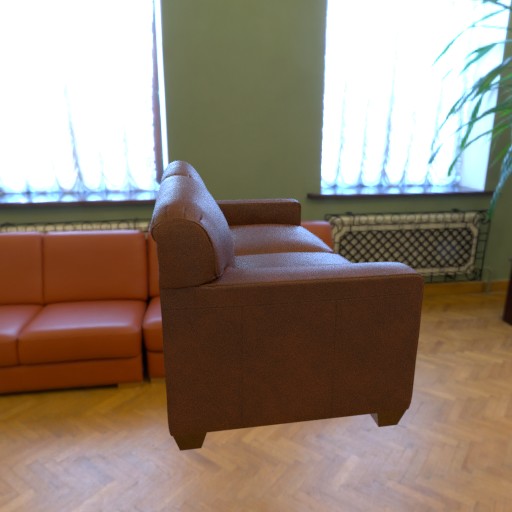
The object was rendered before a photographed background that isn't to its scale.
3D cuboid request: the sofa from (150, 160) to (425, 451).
[{"bbox_3d":[0.000,0.000,2.434,1.000,0.966,1.856,-3,16,-10],"label":"sofa"}]
